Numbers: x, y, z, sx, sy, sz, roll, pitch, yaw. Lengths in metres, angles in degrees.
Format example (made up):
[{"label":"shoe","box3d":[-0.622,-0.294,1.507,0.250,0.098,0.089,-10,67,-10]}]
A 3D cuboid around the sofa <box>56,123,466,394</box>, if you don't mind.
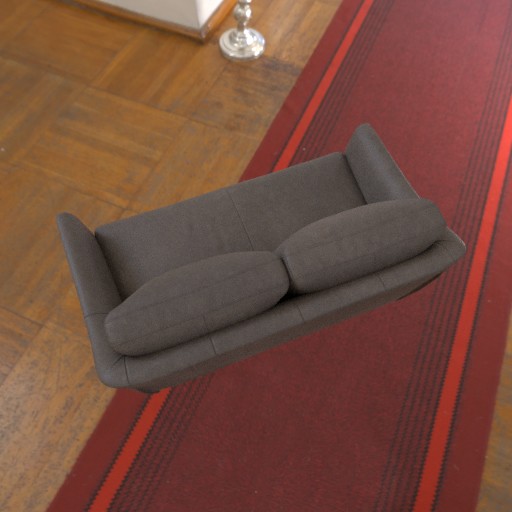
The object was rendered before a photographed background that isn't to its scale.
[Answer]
[{"label":"sofa","box3d":[0.000,0.000,2.088,1.619,0.902,0.960,-19,64,-10]}]
